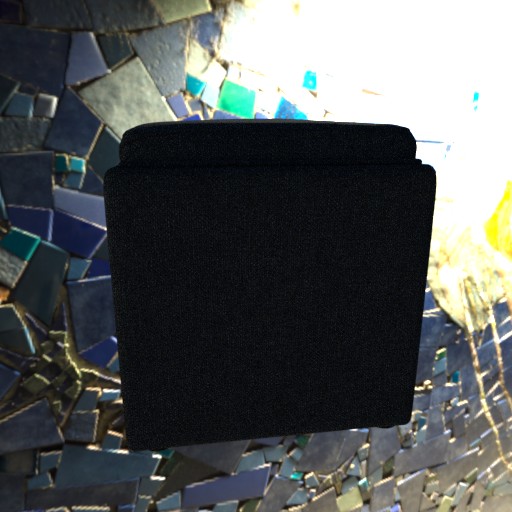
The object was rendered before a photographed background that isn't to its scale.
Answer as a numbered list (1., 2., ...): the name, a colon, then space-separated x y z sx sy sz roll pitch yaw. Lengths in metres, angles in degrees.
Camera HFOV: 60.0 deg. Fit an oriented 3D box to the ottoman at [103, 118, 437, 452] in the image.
1. ottoman: 0.000 0.000 0.831 0.454 0.493 0.436 -2 16 -8
